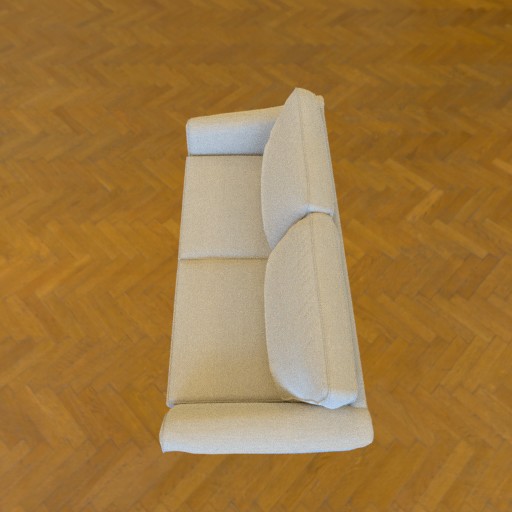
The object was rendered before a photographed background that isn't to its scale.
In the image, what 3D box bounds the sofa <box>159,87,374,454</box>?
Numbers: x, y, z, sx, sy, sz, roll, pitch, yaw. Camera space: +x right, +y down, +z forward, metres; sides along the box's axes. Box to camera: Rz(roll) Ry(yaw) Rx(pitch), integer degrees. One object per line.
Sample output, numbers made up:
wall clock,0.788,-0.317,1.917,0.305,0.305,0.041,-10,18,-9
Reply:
sofa,0.000,0.000,2.709,0.980,0.965,2.270,-1,59,-1
